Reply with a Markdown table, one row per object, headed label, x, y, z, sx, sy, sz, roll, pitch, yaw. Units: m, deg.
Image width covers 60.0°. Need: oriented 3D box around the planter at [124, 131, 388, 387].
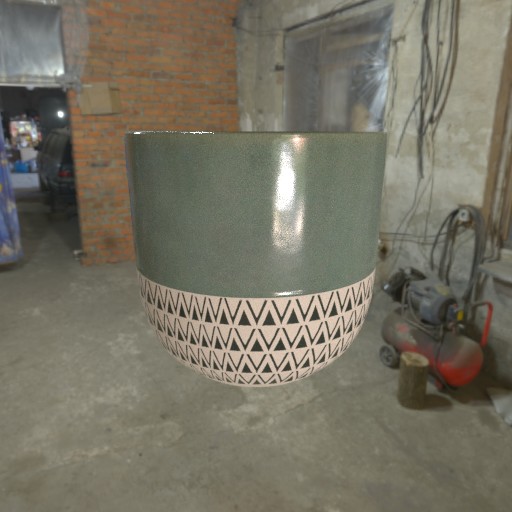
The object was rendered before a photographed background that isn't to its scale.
| label | x | y | z | sx | sy | sz | roll | pitch | yaw |
| --- | --- | --- | --- | --- | --- | --- | --- | --- | --- |
| planter | 0.000 | 0.000 | 0.500 | 0.266 | 0.270 | 0.266 | 0 | 16 | 0 |
